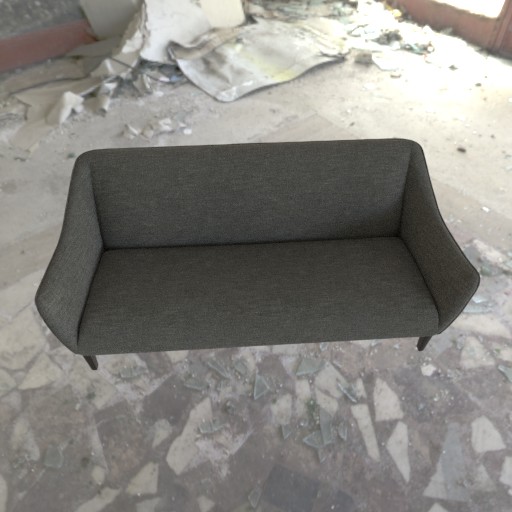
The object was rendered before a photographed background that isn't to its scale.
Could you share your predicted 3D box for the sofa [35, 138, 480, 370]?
[{"bbox_3d":[0.000,0.000,2.302,1.928,0.829,0.867,-3,47,-3],"label":"sofa"}]
